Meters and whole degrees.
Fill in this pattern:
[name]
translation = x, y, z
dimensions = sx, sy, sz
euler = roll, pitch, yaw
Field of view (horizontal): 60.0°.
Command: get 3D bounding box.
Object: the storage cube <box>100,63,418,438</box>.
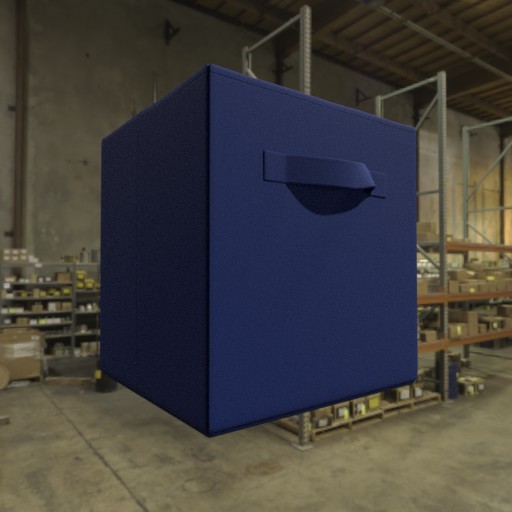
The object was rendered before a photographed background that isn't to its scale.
[storage cube]
translation = 0.000, 0.000, 0.499
dimensions = 0.270, 0.280, 0.270
euler = 1, -2, -37
